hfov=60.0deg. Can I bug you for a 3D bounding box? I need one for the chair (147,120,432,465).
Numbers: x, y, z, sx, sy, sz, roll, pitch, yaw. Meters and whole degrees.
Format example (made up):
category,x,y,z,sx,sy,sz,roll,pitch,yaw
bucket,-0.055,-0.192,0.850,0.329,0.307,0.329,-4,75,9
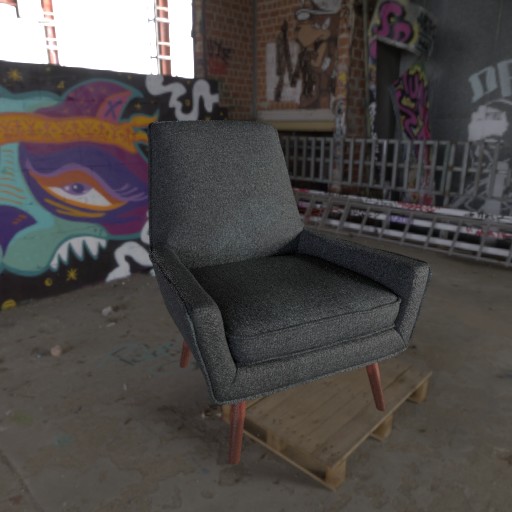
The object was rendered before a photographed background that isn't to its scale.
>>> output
category,x,y,z,sx,sy,sz,roll,pitch,yaw
chair,0.000,0.000,1.495,0.763,0.883,0.859,-8,18,-26
